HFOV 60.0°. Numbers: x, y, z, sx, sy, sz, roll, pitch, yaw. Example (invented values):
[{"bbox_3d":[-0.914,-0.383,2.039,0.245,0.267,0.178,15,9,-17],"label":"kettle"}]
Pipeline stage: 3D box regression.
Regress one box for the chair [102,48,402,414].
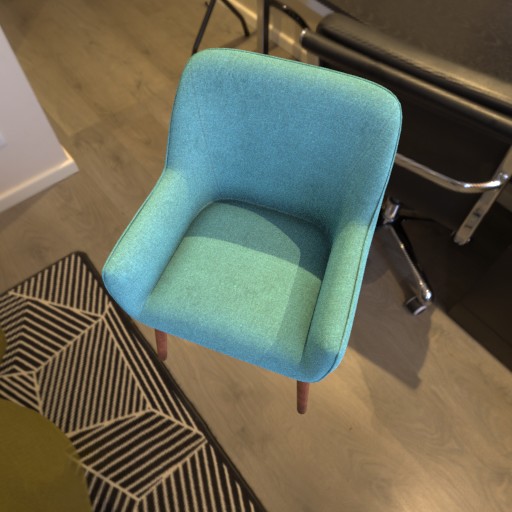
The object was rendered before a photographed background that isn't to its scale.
[{"bbox_3d":[0.000,0.000,1.151,0.543,0.803,0.519,18,60,10],"label":"chair"}]
